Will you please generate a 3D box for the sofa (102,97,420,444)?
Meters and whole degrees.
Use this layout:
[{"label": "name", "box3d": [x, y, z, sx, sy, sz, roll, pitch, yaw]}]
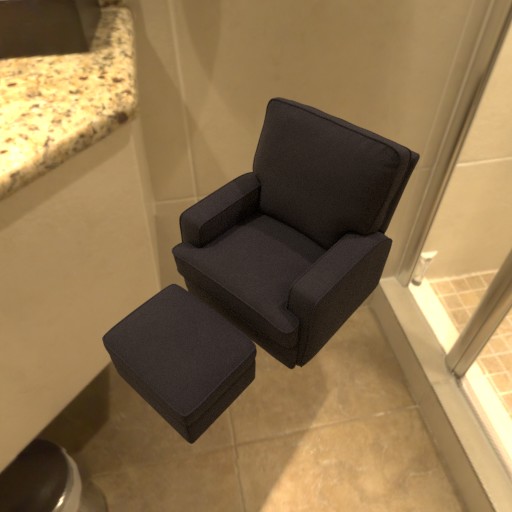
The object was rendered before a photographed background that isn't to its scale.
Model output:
[{"label": "sofa", "box3d": [0.000, 0.000, 2.093, 0.861, 0.959, 1.472, 33, 55, 27]}]
